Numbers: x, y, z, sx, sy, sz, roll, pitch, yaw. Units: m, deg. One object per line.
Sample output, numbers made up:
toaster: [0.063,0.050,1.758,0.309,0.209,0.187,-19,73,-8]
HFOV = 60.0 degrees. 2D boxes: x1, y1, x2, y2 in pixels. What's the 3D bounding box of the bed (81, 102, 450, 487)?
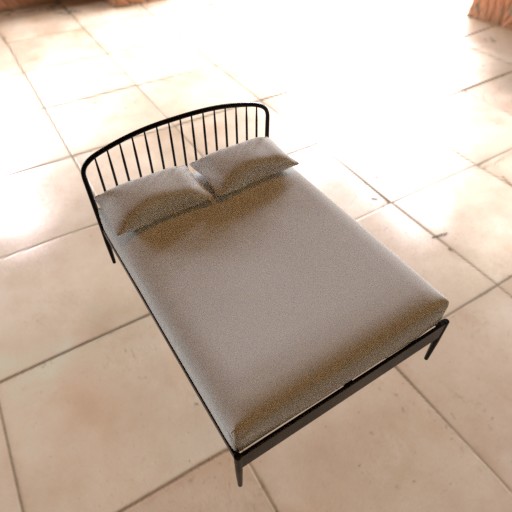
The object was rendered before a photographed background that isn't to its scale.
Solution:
bed: [0.000,0.000,3.109,1.618,1.166,2.159,-25,52,-22]
